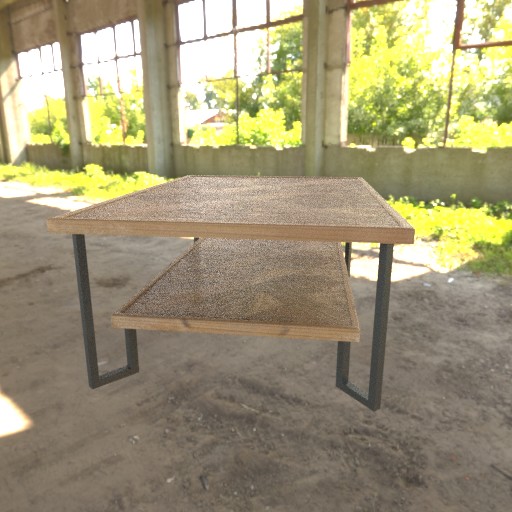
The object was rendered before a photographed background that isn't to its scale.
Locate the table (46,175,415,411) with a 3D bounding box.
[{"bbox_3d":[0.000,0.000,1.686,0.877,0.492,1.238,2,15,7],"label":"table"}]
